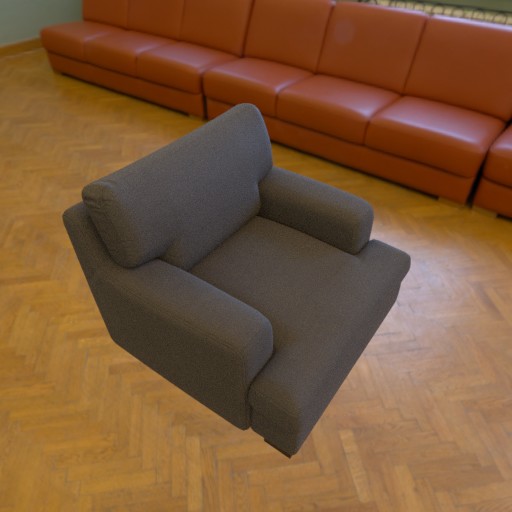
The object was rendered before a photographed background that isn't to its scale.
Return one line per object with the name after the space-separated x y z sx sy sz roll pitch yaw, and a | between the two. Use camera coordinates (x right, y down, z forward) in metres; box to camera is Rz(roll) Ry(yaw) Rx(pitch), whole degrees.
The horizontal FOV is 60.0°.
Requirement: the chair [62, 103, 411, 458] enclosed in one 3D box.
0.000 0.000 2.036 1.143 0.940 1.168 25 47 26 | chair
